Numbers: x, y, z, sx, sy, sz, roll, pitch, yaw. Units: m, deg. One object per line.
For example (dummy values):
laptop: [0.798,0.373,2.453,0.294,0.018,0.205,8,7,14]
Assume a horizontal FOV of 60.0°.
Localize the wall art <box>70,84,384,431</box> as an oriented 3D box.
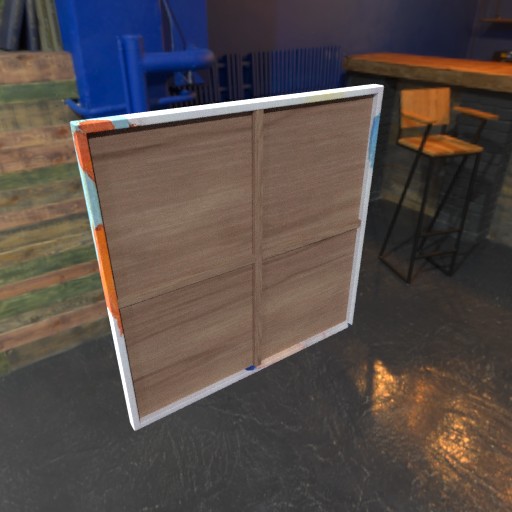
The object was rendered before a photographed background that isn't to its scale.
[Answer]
wall art: [0.000,0.000,1.510,1.017,1.017,0.044,-18,34,-29]
